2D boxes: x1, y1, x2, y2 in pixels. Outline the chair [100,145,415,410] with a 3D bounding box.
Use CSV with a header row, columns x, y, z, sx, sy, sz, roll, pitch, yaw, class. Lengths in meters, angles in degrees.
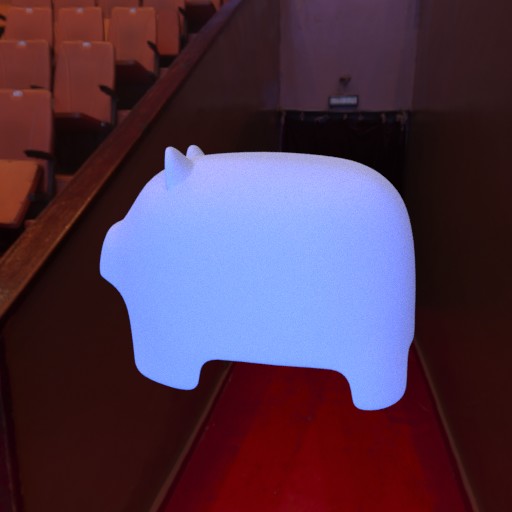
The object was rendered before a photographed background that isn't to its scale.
x,y,z,sx,sy,sz,roll,pitch,yaw,class
0.000,0.000,0.881,0.619,0.423,0.364,2,15,9,chair
